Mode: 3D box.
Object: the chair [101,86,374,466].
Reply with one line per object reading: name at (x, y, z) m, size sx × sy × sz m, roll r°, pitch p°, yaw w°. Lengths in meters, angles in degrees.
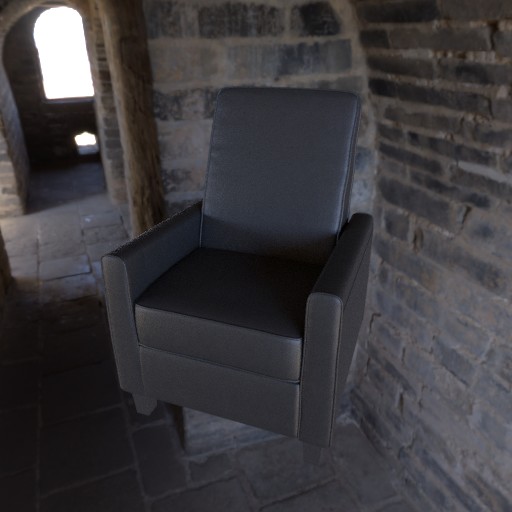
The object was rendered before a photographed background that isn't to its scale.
chair at (0.000, 0.000, 1.490) m, size 0.705 × 1.013 × 0.746 m, roll 9°, pitch 27°, yaw 18°
